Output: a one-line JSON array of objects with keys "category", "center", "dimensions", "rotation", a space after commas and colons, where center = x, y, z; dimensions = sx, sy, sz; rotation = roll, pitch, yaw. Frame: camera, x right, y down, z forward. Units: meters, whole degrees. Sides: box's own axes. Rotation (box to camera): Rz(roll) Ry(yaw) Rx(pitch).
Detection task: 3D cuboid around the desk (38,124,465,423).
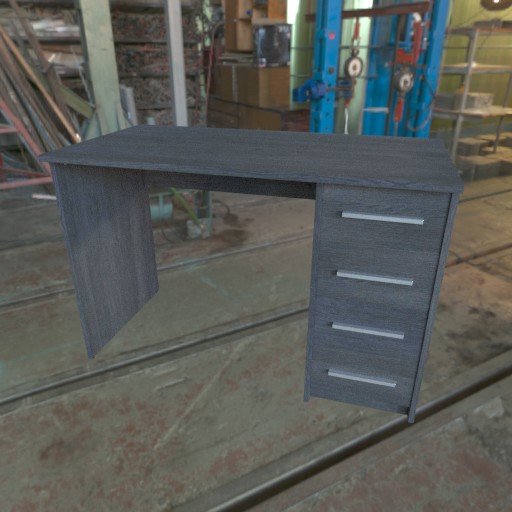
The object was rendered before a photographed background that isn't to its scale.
[{"category": "desk", "center": [0.000, 0.000, 1.488], "dimensions": [1.096, 0.730, 0.560], "rotation": [7, 26, 14]}]
